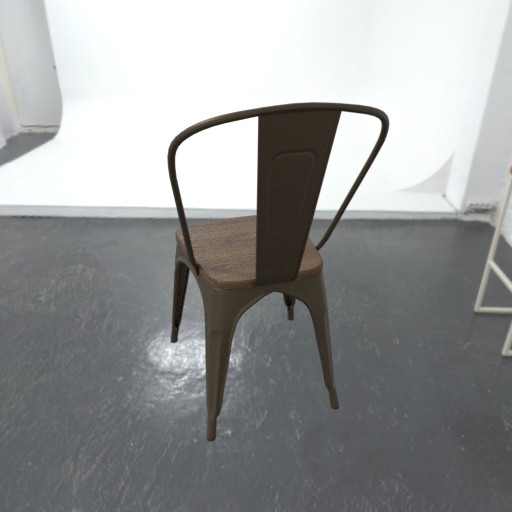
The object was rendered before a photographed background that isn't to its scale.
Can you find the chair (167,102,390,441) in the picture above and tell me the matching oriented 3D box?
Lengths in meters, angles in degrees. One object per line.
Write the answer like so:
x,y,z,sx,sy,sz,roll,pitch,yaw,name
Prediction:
0.000,0.000,1.161,0.451,0.844,0.532,-8,29,-15,chair
